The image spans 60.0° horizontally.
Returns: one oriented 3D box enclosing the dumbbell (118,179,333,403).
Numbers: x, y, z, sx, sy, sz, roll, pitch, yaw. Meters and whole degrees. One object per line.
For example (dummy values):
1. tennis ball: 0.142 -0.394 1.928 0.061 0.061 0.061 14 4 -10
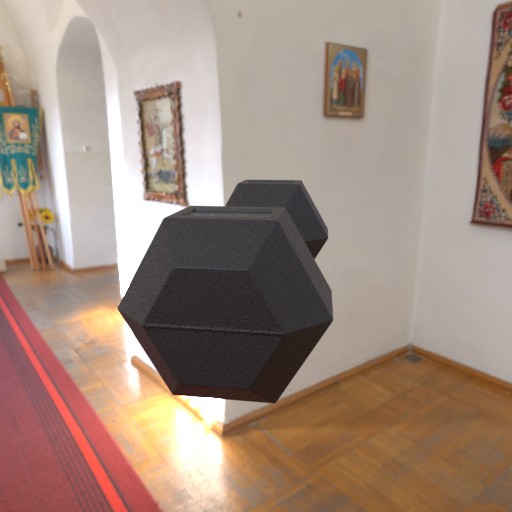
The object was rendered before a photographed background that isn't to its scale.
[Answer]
1. dumbbell: 0.000 0.000 0.430 0.141 0.123 0.356 2 14 8
